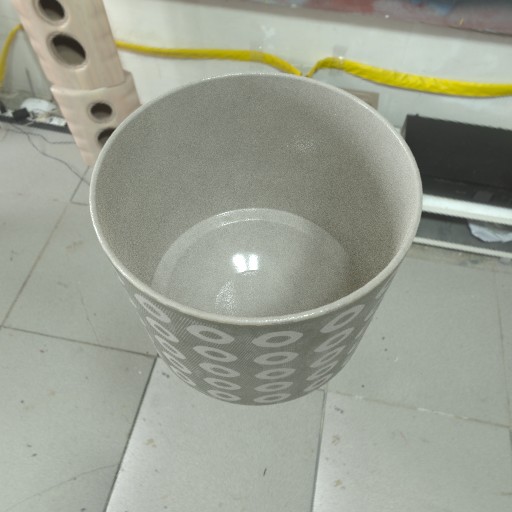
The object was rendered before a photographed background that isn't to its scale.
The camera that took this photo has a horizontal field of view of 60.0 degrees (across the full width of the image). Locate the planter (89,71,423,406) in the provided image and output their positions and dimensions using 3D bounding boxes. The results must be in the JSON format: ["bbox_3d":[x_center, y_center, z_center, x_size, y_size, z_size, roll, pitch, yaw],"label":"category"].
[{"bbox_3d":[0.000,0.000,0.438,0.250,0.239,0.250,0,57,0],"label":"planter"}]
